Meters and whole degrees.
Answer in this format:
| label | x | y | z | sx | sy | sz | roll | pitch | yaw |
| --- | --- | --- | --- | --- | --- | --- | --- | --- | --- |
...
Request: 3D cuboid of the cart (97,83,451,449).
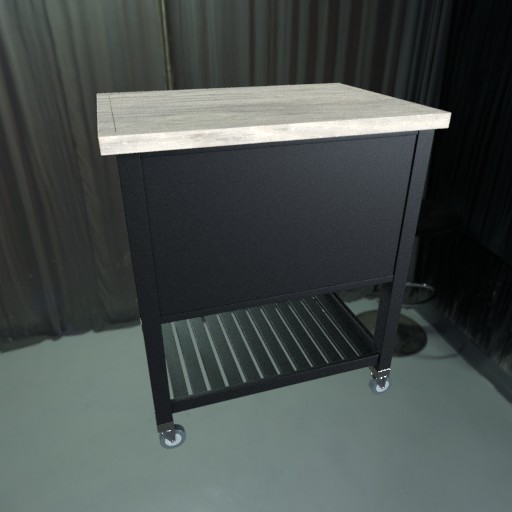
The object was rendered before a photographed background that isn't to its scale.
| label | x | y | z | sx | sy | sz | roll | pitch | yaw |
| --- | --- | --- | --- | --- | --- | --- | --- | --- | --- |
| cart | 0.000 | 0.000 | 1.384 | 0.797 | 0.920 | 0.567 | -9 | 29 | -16 |
